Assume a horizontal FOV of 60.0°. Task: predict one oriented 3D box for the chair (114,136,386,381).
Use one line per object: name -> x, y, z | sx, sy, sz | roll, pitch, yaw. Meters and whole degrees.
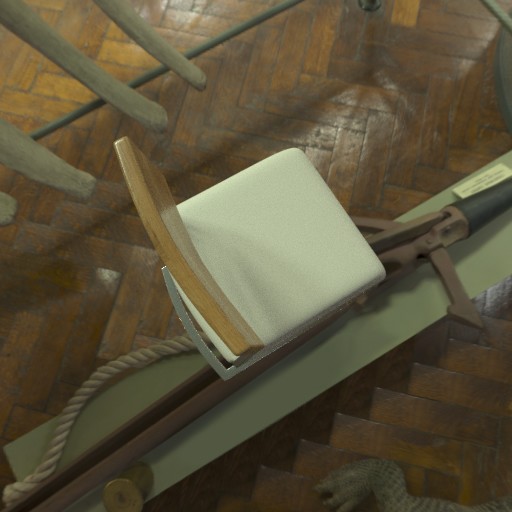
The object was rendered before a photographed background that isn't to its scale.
chair -> 0.000, 0.000, 1.213 | 0.585, 0.844, 0.467 | -30, 77, -8
